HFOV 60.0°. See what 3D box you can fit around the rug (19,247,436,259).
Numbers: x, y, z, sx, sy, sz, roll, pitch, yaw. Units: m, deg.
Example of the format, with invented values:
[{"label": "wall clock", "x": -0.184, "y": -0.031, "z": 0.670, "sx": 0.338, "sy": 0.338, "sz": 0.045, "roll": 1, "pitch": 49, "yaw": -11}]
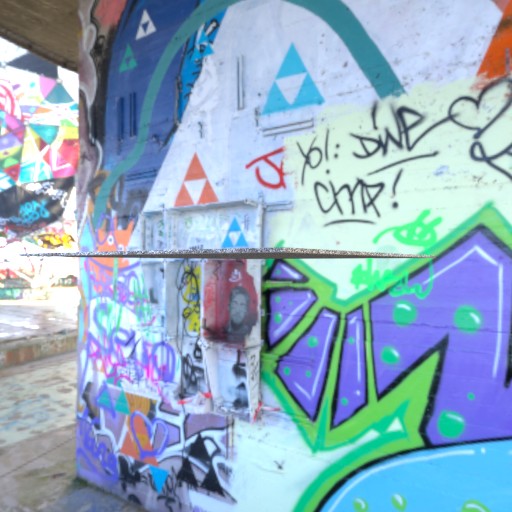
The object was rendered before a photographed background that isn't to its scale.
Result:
[{"label": "rug", "x": 0.000, "y": 0.000, "z": 3.978, "sx": 2.401, "sy": 0.025, "sz": 3.000, "roll": -1, "pitch": -1, "yaw": 35}]
